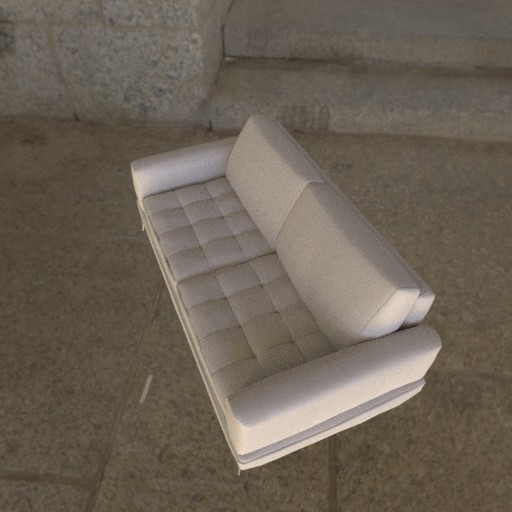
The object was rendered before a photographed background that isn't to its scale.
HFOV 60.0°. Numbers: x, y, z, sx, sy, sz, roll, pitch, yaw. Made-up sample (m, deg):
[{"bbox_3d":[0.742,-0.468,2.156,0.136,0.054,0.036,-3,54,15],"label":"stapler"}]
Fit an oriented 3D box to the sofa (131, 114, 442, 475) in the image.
[{"bbox_3d":[0.000,0.000,2.741,1.121,0.930,2.177,-17,49,-16],"label":"sofa"}]
